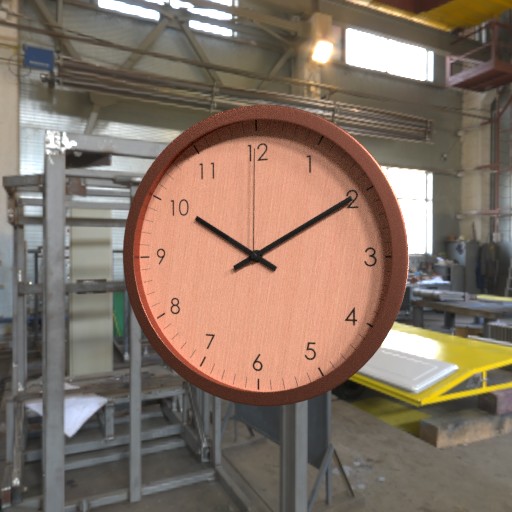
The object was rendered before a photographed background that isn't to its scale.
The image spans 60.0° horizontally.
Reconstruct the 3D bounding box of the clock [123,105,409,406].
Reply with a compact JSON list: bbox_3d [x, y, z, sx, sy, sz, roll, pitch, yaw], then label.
[{"bbox_3d":[0.000,0.000,0.481,0.313,0.313,0.040,0,1,19],"label":"clock"}]
